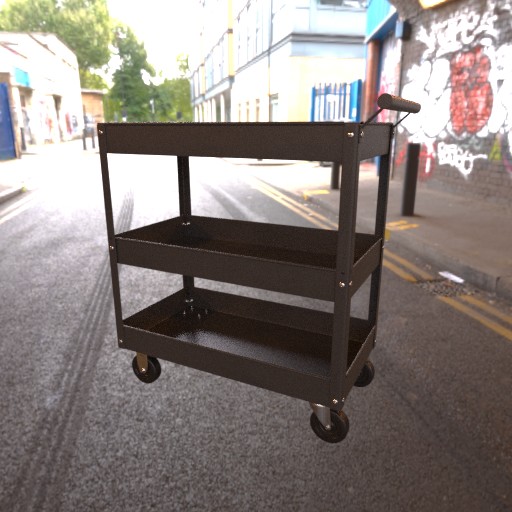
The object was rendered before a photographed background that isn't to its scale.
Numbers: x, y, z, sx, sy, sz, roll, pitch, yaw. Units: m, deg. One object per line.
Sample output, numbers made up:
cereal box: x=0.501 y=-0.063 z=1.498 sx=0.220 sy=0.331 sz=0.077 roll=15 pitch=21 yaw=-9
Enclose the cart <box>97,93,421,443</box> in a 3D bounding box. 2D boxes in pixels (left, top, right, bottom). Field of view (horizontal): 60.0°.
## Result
cart: x=0.000 y=0.000 z=1.189 sx=0.719 sy=0.780 sz=0.366 roll=8 pitch=18 yaw=26
